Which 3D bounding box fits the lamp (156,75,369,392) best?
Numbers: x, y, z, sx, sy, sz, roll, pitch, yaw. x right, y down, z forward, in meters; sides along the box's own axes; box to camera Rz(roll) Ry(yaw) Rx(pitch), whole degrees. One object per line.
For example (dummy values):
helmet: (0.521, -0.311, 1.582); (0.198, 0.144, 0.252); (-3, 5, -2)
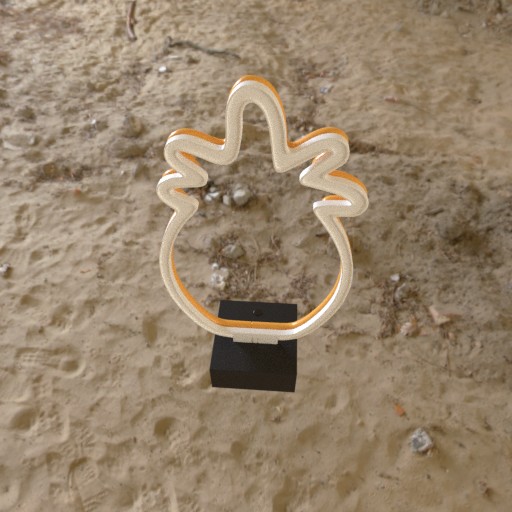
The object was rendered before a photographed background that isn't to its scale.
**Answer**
lamp: (0.000, 0.000, 0.384); (0.167, 0.317, 0.088); (3, 46, 3)
